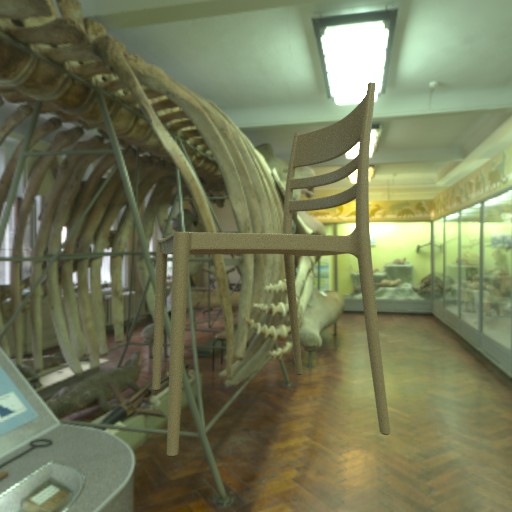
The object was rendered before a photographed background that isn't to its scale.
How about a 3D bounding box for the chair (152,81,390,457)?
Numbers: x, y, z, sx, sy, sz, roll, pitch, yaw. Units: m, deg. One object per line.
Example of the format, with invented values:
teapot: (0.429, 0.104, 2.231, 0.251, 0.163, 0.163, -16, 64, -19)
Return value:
chair: (0.000, 0.000, 1.177, 0.511, 0.800, 0.531, 0, 1, -17)
